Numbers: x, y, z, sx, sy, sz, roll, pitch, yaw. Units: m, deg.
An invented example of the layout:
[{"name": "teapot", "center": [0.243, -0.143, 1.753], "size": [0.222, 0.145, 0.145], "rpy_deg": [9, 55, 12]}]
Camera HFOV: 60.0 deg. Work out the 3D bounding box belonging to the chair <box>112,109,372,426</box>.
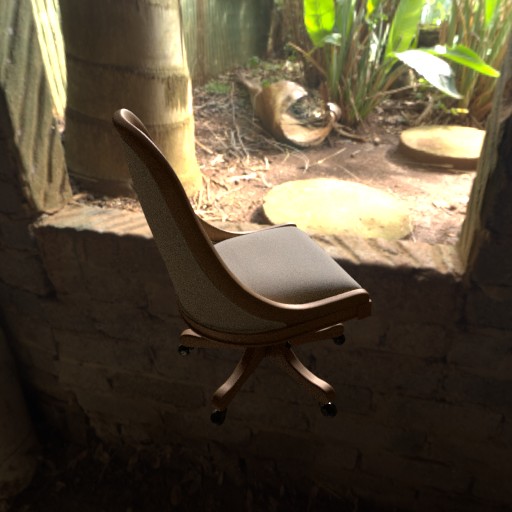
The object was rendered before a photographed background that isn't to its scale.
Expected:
[{"name": "chair", "center": [0.000, 0.000, 1.536], "size": [0.811, 1.009, 0.702], "rpy_deg": [-10, 31, -18]}]
